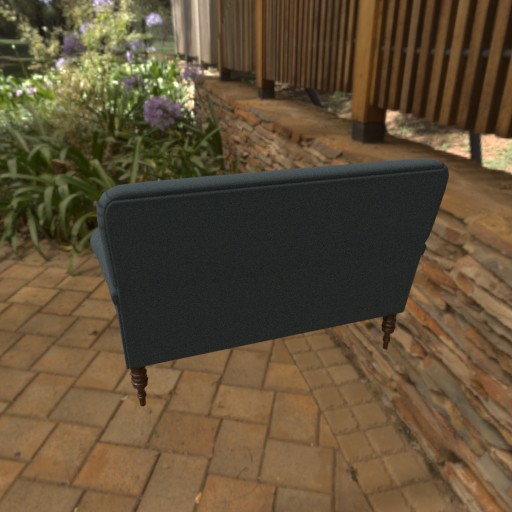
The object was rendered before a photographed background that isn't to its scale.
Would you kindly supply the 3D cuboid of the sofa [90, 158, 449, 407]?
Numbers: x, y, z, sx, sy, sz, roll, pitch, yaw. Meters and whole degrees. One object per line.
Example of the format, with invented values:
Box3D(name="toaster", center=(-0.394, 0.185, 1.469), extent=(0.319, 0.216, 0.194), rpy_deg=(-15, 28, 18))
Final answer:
Box3D(name="sofa", center=(0.000, 0.000, 1.875), extent=(1.297, 0.889, 0.779), rpy_deg=(-8, 26, -17))
